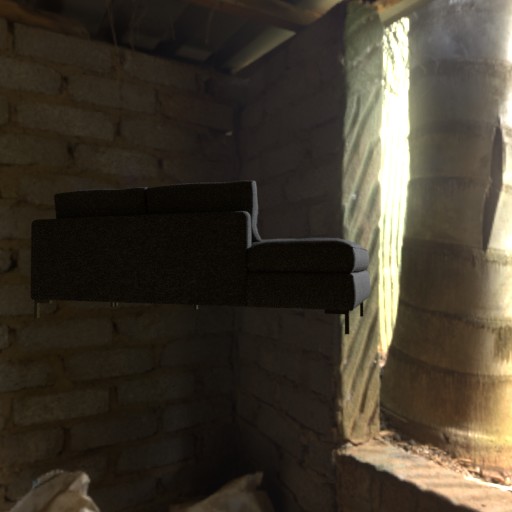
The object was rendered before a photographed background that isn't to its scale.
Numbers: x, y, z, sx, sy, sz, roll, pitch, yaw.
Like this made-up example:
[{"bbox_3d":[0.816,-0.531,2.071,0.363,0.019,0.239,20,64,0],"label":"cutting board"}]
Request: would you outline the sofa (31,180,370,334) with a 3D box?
[{"bbox_3d":[0.000,0.000,3.809,2.007,0.815,2.949,0,-1,19],"label":"sofa"}]
